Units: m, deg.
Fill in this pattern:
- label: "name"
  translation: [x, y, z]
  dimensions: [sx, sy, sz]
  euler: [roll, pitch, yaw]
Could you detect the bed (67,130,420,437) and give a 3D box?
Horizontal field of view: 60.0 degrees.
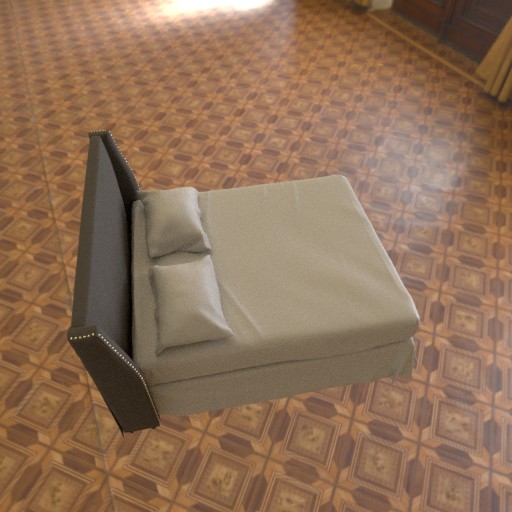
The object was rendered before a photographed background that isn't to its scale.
- label: "bed"
  translation: [0.000, 0.000, 3.409]
  dimensions: [2.276, 1.332, 1.925]
  euler: [-8, 49, -7]
